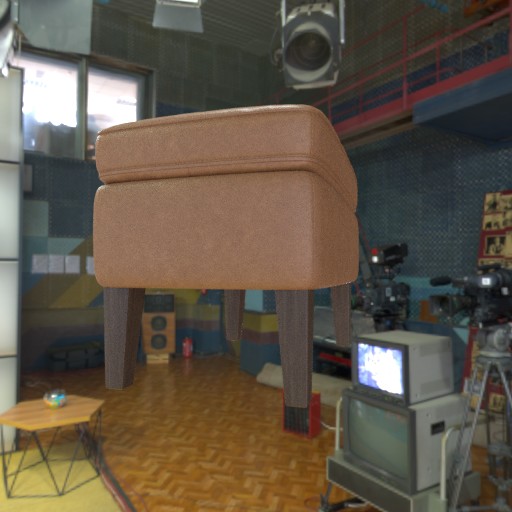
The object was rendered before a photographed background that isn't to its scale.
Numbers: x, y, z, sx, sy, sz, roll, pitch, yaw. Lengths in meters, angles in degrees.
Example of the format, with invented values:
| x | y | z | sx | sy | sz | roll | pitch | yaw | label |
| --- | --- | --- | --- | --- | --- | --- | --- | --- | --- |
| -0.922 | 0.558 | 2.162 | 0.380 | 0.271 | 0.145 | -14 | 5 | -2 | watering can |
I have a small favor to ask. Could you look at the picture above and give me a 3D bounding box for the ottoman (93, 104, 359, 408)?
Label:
| x | y | z | sx | sy | sz | roll | pitch | yaw | label |
| --- | --- | --- | --- | --- | --- | --- | --- | --- | --- |
| 0.000 | 0.000 | 1.000 | 0.420 | 0.480 | 0.670 | -1 | -2 | 18 | ottoman |
